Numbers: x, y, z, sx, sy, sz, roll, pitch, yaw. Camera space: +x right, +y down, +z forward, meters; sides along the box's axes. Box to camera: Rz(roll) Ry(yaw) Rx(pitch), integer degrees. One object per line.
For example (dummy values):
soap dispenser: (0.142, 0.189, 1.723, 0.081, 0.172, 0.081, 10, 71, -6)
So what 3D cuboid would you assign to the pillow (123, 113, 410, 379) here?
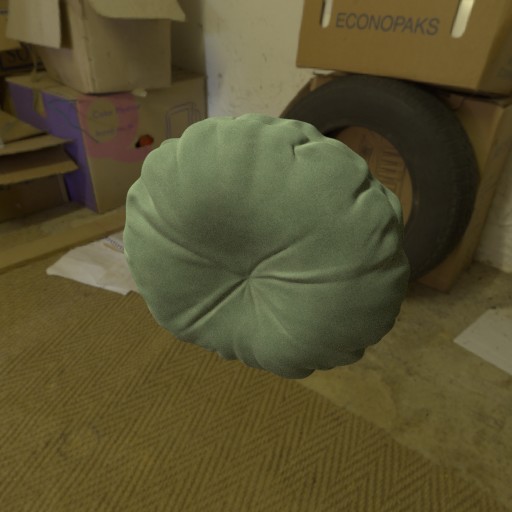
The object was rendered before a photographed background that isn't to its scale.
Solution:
pillow: (0.000, 0.000, 0.651, 0.428, 0.407, 0.148, 10, 34, 15)
